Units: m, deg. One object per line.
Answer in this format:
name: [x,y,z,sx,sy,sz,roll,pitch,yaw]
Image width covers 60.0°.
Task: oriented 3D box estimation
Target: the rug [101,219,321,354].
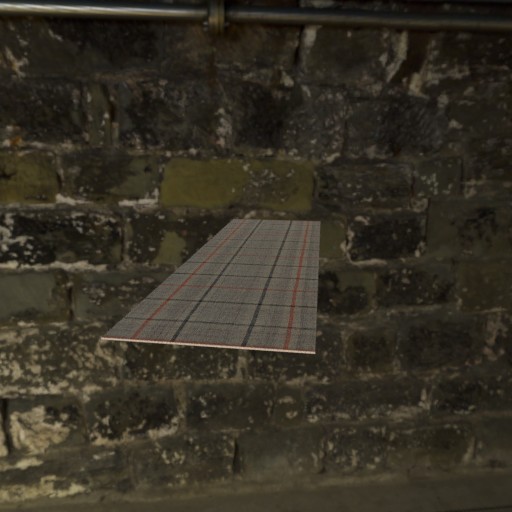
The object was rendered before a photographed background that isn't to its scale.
rug: [0.000,0.000,2.700,0.762,0.008,2.439,2,15,8]
